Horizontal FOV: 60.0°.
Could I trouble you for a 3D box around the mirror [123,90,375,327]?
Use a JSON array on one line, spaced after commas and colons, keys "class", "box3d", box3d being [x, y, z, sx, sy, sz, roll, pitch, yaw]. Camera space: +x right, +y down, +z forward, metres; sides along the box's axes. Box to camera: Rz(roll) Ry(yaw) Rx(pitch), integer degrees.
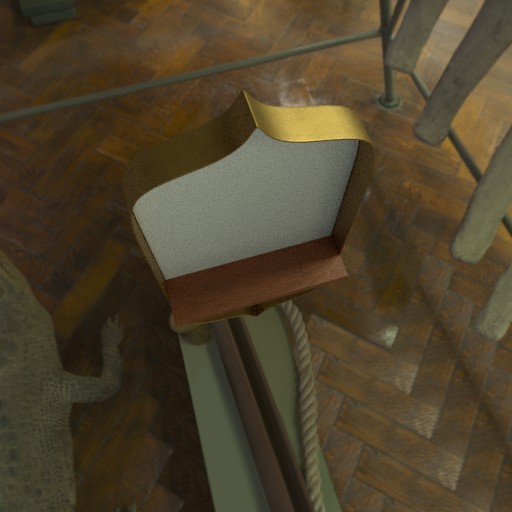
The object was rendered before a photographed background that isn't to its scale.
[{"class": "mirror", "box3d": [0.000, 0.000, 0.719, 0.323, 0.613, 0.096, -15, 65, -7]}]
